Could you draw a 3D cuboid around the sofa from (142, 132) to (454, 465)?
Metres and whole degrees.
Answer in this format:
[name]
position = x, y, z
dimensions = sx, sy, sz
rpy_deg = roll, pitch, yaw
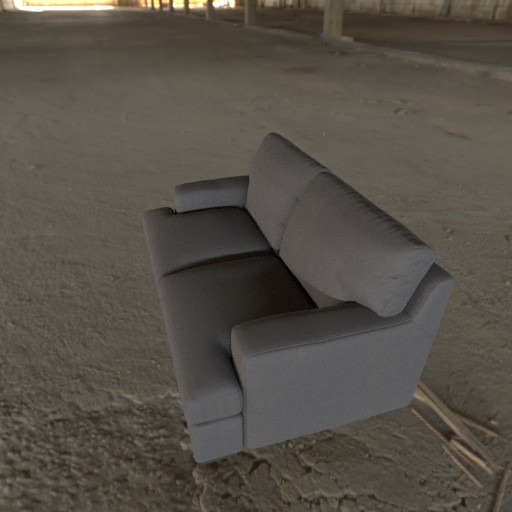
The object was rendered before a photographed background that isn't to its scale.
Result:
[sofa]
position = 0.000, 0.000, 2.526
dimensions = 1.143, 0.940, 1.880
rpy_deg = -9, 32, -15
